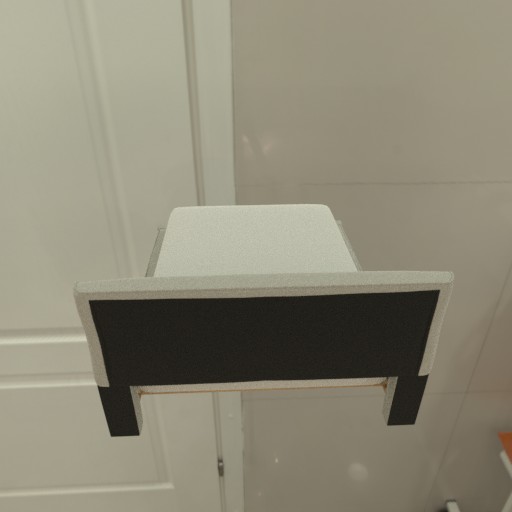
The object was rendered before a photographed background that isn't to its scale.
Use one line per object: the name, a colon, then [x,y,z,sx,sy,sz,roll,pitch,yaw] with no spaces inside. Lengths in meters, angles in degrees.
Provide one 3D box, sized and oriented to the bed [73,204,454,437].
bed: [0.000,0.000,3.313,1.840,1.067,2.368,-1,31,-2]
